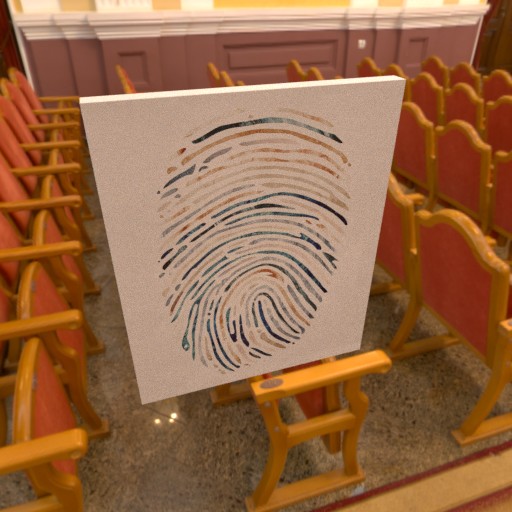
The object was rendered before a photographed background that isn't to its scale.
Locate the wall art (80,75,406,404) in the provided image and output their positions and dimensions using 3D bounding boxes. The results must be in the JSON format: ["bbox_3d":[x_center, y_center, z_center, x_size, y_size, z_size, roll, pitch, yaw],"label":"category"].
[{"bbox_3d":[0.000,0.000,0.835,0.508,0.606,0.037,-10,34,-16],"label":"wall art"}]
